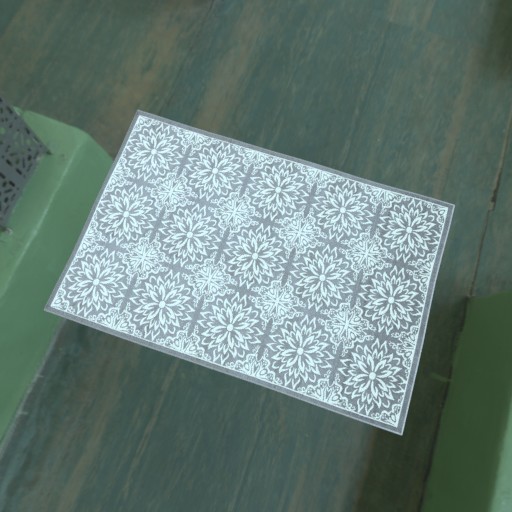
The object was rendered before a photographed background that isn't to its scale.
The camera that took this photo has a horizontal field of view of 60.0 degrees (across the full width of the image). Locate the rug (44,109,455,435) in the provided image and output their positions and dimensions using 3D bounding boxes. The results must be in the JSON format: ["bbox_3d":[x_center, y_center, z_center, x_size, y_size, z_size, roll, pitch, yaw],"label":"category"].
[{"bbox_3d":[0.000,0.000,3.428,2.746,0.018,1.819,18,75,5],"label":"rug"}]
